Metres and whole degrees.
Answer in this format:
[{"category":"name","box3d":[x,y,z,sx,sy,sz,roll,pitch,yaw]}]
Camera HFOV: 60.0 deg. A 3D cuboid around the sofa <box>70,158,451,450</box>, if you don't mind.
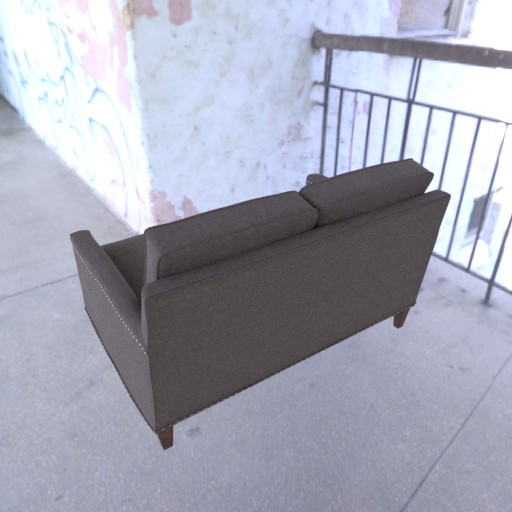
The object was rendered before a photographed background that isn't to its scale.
[{"category":"sofa","box3d":[0.000,0.000,2.272,1.597,1.003,1.084,-19,36,-28]}]
